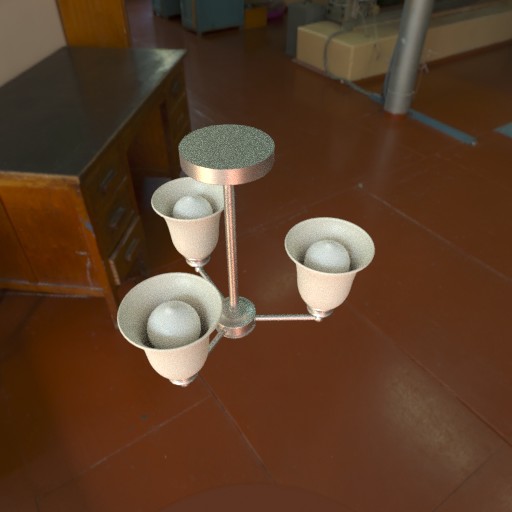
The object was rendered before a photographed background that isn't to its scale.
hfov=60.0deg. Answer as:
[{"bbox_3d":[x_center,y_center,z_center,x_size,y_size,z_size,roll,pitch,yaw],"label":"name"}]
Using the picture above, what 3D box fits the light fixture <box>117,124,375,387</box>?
[{"bbox_3d":[0.000,0.000,0.679,0.354,0.370,0.388,0,41,0],"label":"light fixture"}]
